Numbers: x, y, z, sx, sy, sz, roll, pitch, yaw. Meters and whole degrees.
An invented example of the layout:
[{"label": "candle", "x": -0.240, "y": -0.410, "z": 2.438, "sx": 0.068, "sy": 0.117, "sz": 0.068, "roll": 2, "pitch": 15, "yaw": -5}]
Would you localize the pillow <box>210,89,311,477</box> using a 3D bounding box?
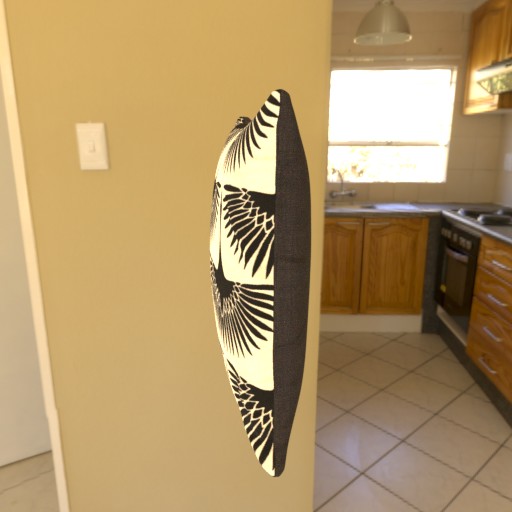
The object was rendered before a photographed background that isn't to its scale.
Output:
[{"label": "pillow", "x": 0.000, "y": 0.000, "z": 0.677, "sx": 0.139, "sy": 0.432, "sz": 0.432, "roll": -2, "pitch": 14, "yaw": -6}]
